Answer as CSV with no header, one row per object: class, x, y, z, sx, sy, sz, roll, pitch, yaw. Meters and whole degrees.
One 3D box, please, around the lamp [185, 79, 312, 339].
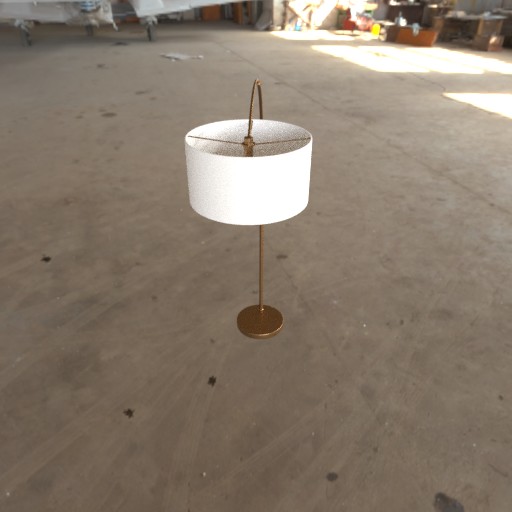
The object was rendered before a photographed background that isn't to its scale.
lamp,0.000,0.000,2.564,0.493,1.927,1.434,2,32,3
